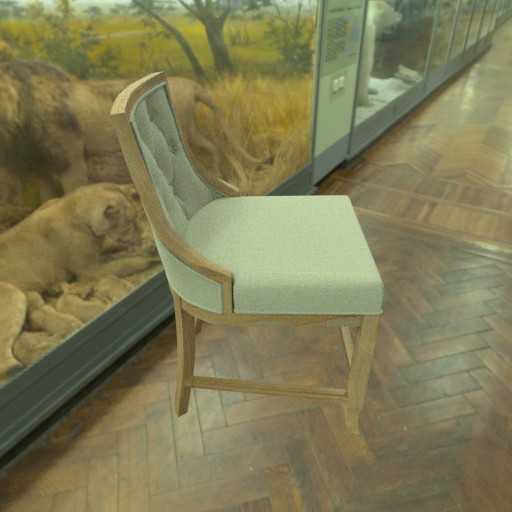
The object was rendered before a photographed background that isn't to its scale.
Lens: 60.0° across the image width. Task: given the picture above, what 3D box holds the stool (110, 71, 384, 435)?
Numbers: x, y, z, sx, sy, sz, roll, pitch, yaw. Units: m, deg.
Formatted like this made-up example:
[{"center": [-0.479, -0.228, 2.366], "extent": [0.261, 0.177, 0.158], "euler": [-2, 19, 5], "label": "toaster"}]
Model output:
[{"center": [0.000, 0.000, 1.296], "extent": [0.626, 0.938, 0.524], "euler": [0, 32, 0], "label": "stool"}]
